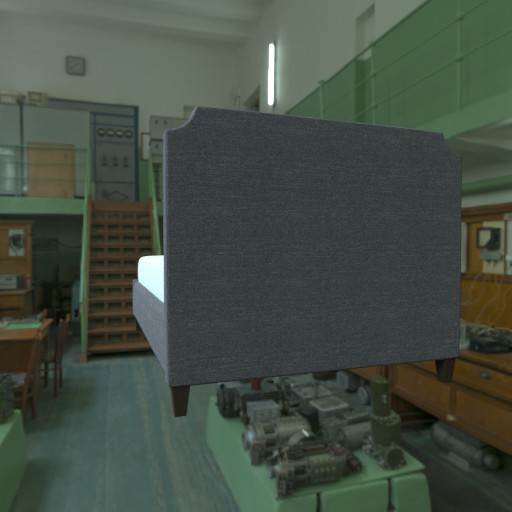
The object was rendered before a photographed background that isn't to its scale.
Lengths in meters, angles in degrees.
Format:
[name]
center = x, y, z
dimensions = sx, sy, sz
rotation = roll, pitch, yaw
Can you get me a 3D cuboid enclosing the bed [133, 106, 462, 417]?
[bed]
center = 0.000, 0.000, 3.425
dimensions = 1.713, 1.457, 2.381
rotation = 0, 1, -19
